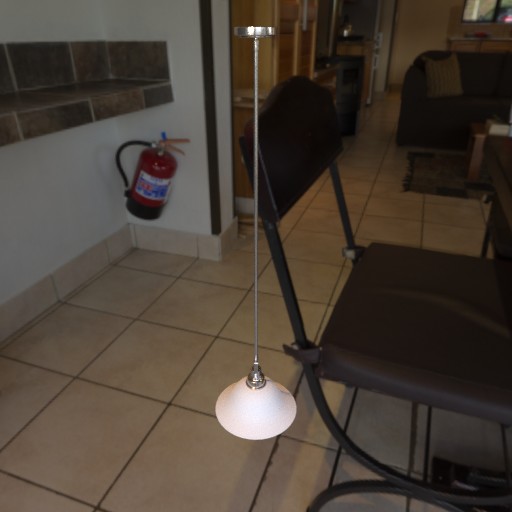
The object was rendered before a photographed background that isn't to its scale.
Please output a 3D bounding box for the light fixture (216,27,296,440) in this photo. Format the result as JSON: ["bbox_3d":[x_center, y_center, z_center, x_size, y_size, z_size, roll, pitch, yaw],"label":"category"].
[{"bbox_3d":[0.000,0.000,1.476,0.324,1.354,0.324,0,27,1],"label":"light fixture"}]
